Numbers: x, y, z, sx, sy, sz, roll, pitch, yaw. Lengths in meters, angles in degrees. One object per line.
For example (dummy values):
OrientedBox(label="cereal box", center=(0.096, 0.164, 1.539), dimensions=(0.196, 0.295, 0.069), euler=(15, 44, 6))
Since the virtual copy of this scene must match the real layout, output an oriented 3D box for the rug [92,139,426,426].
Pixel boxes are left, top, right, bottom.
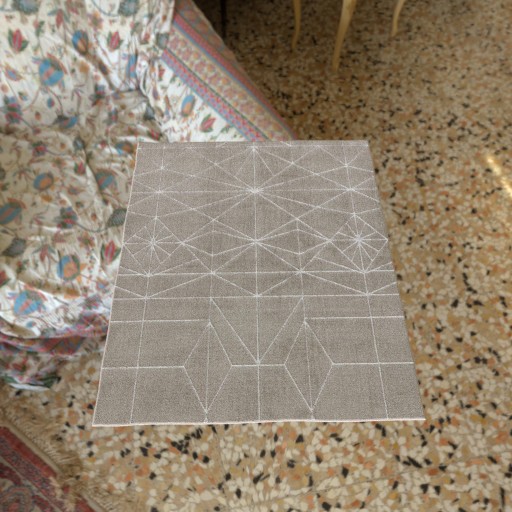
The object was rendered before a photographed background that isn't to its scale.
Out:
OrientedBox(label="rug", center=(0.000, 0.000, 0.889), dimensions=(0.548, 0.006, 0.639), euler=(-1, 59, -1))
